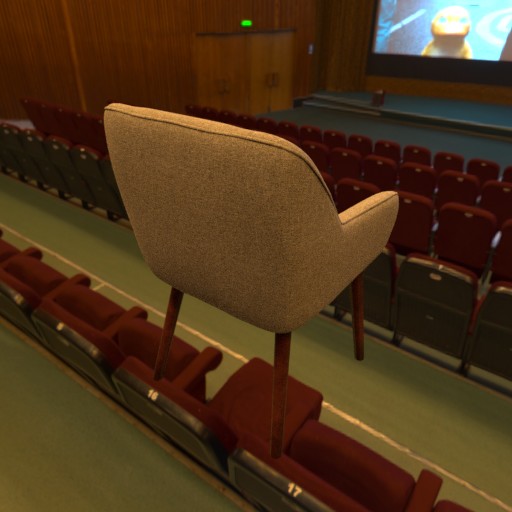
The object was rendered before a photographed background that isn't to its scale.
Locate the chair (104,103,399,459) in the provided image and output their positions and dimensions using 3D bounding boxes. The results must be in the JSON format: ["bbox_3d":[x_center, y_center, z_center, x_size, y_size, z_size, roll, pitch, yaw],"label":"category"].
[{"bbox_3d":[0.000,0.000,1.152,0.543,0.803,0.519,21,37,31],"label":"chair"}]
